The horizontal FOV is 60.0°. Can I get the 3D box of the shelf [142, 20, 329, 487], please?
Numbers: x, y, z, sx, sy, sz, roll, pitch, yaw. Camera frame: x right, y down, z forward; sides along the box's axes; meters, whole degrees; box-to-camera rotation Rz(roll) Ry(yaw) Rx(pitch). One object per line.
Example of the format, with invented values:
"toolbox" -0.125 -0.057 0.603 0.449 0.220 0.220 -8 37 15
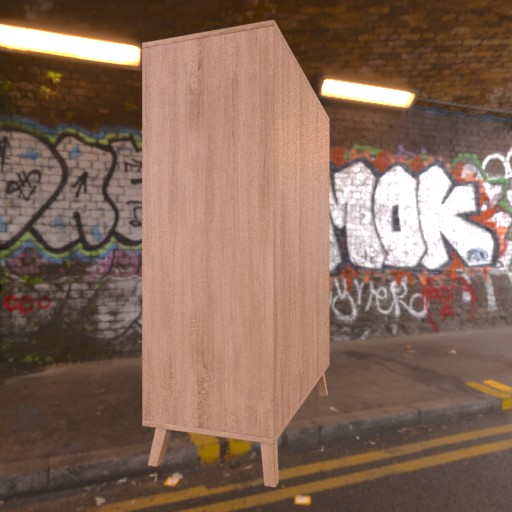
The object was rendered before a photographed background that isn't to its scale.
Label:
"shelf" 0.000 0.000 1.848 0.450 1.390 1.000 0 0 19
